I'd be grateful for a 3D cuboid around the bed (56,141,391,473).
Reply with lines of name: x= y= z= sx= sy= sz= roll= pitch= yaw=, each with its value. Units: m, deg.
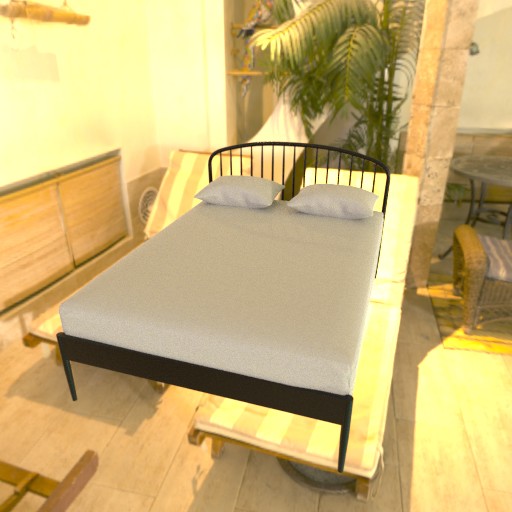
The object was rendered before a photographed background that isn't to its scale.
bed: x=0.000 y=0.000 z=3.074 sx=1.618 sy=1.166 sz=2.159 roll=8 pitch=26 yaw=16
